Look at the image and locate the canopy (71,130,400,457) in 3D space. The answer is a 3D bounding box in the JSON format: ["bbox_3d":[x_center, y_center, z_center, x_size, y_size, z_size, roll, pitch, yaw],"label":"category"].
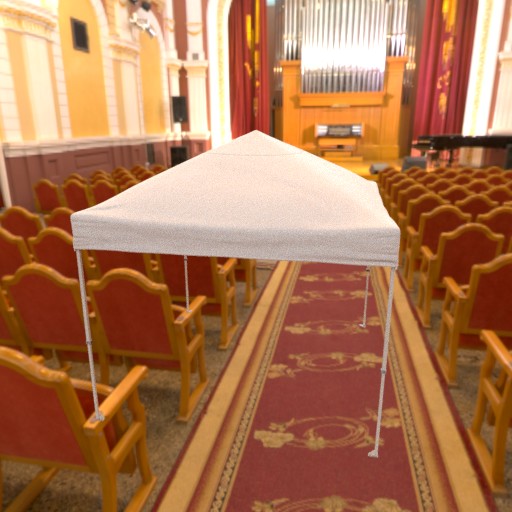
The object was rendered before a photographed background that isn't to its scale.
[{"bbox_3d":[0.000,0.000,5.484,2.998,2.997,2.996,3,17,10],"label":"canopy"}]
